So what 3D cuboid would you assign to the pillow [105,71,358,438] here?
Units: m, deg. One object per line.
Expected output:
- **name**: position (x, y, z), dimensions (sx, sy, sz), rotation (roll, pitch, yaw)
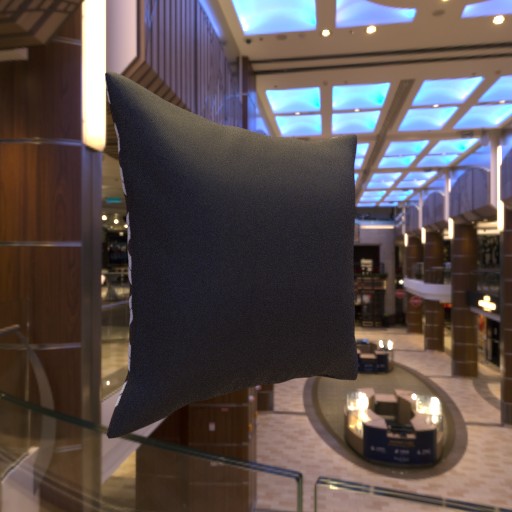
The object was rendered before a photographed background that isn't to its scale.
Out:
- **pillow**: position (0.000, 0.000, 0.742), dimensions (0.504, 0.494, 0.188), rotation (0, -1, -37)
